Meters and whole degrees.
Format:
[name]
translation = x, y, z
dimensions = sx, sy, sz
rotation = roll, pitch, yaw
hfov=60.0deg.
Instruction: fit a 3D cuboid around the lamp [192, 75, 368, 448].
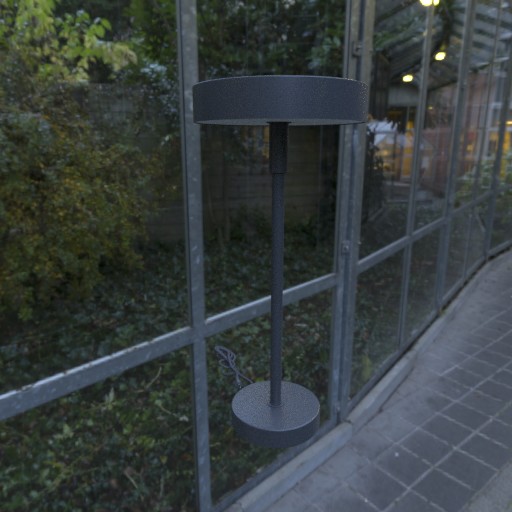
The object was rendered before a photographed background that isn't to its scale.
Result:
[lamp]
translation = 0.000, 0.000, 0.708
dimensions = 0.229, 0.508, 0.369
rotation = -7, 16, -25
